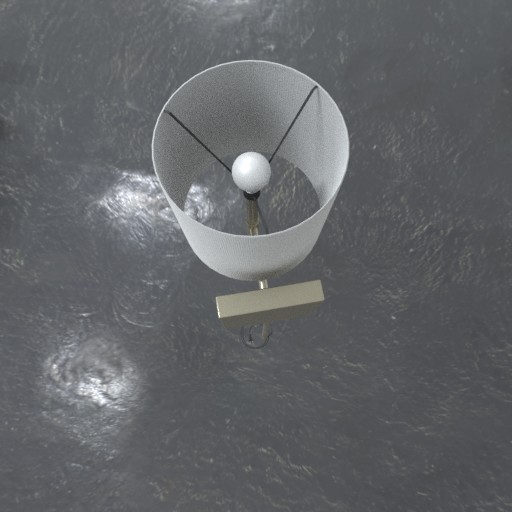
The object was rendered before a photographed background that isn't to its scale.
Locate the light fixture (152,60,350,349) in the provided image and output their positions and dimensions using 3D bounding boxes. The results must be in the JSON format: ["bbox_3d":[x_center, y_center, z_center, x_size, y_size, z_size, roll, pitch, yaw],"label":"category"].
[{"bbox_3d":[0.000,0.000,0.697,0.188,0.589,0.248,-9,75,-3],"label":"light fixture"}]
